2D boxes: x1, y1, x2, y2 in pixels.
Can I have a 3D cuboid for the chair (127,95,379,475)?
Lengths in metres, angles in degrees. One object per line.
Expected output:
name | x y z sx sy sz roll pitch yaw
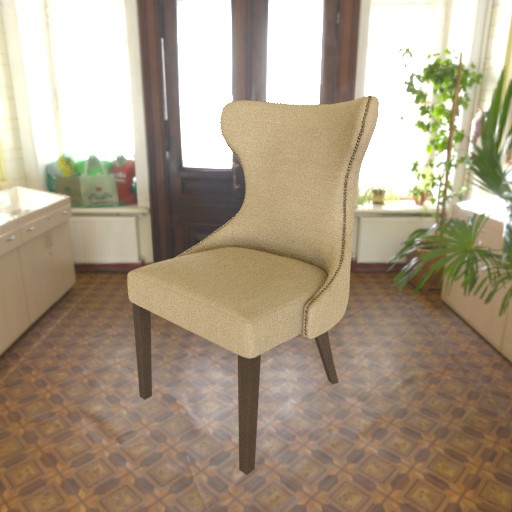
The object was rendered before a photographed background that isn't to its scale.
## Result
chair | 0.000 0.000 1.411 0.628 0.967 0.635 15 22 41
